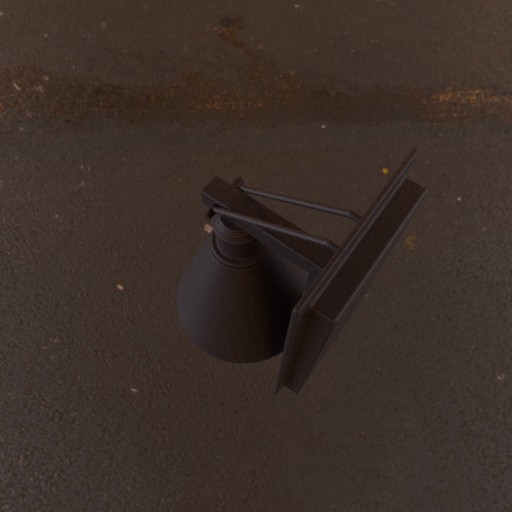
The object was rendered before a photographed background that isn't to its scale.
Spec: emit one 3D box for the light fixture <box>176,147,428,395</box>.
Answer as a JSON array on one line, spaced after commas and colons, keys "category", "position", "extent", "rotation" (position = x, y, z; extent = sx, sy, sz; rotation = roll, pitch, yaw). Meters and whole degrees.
[{"category": "light fixture", "position": [0.000, 0.000, 0.430], "extent": [0.207, 0.298, 0.170], "rotation": [34, 69, 15]}]
